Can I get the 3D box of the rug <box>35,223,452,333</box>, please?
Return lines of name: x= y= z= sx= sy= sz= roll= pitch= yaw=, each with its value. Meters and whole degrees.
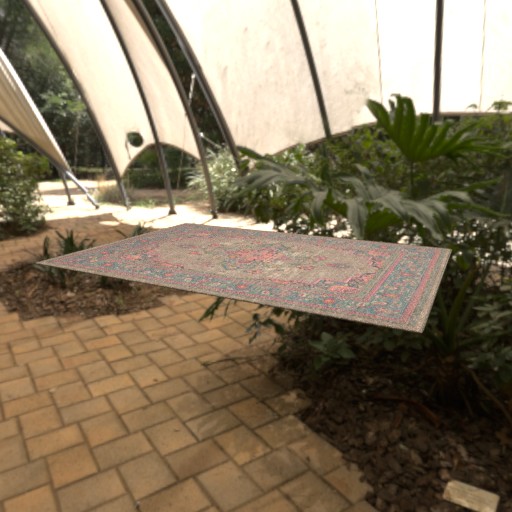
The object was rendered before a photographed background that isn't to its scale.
rug: x=0.000 y=0.000 z=3.712 sx=2.890 sy=0.013 sz=2.005 roll=7 pitch=16 yaw=26
